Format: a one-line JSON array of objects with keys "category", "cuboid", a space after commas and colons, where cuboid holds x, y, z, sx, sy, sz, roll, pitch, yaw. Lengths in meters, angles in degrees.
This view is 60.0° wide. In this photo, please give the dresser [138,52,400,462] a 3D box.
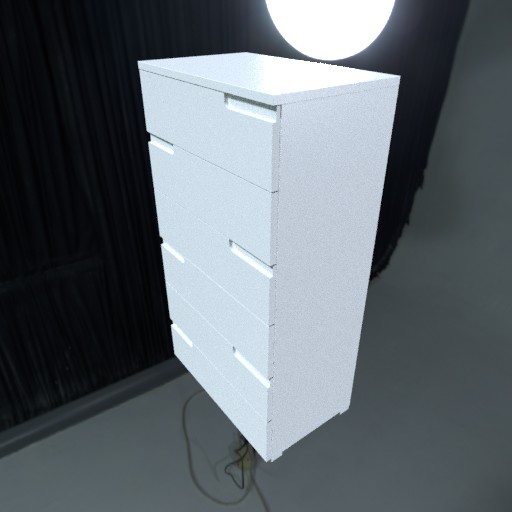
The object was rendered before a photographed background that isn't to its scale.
[{"category": "dresser", "cuboid": [0.000, 0.000, 1.510, 0.400, 1.190, 0.650, -21, 36, -31]}]
